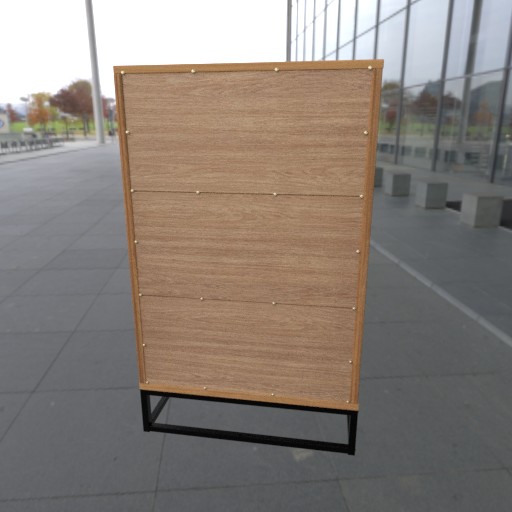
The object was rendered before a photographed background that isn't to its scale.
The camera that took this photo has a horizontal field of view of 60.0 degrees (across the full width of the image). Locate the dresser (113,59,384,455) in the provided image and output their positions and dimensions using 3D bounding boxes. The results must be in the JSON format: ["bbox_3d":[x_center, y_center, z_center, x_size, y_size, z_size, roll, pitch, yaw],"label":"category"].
[{"bbox_3d":[0.000,0.000,1.610,0.761,1.240,0.479,3,16,9],"label":"dresser"}]
